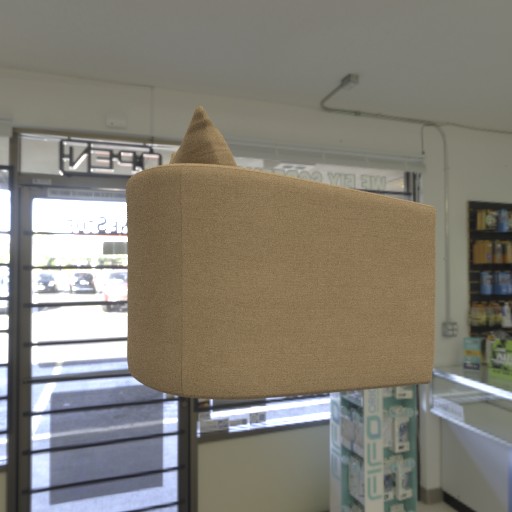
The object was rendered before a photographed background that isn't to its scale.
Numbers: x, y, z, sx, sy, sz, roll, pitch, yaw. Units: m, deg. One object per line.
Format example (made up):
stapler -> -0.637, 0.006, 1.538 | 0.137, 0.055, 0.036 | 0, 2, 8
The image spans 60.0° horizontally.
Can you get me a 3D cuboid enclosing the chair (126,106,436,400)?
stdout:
chair -> 0.000, 0.000, 1.609 | 0.910, 0.848, 0.845 | 0, -2, -17
